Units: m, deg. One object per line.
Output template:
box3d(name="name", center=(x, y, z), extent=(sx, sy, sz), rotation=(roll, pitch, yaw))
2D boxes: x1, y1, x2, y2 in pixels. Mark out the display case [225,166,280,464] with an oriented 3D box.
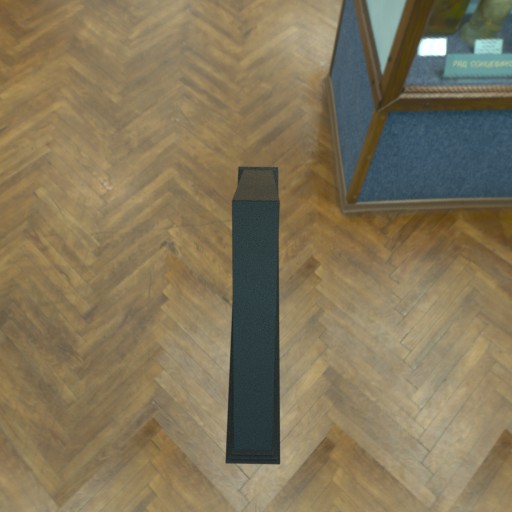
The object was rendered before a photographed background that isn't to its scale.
box3d(name="display case", center=(0.000, 0.000, 0.763), extent=(0.095, 0.340, 0.640), rotation=(1, 63, 0))
